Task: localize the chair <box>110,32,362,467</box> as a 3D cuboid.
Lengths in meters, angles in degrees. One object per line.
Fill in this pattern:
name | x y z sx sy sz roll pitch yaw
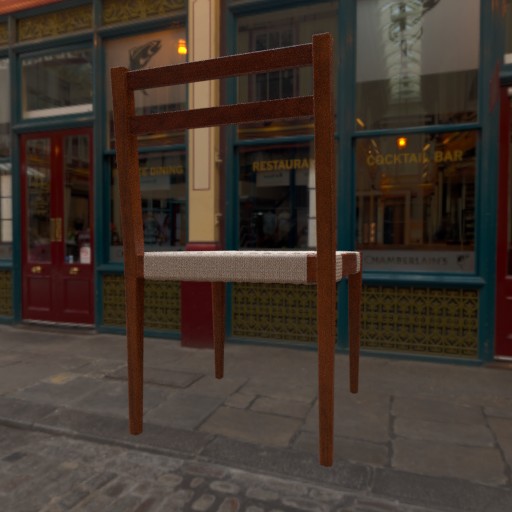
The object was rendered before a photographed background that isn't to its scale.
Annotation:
chair | 0.000 0.000 1.179 0.495 0.851 0.569 0 1 19
